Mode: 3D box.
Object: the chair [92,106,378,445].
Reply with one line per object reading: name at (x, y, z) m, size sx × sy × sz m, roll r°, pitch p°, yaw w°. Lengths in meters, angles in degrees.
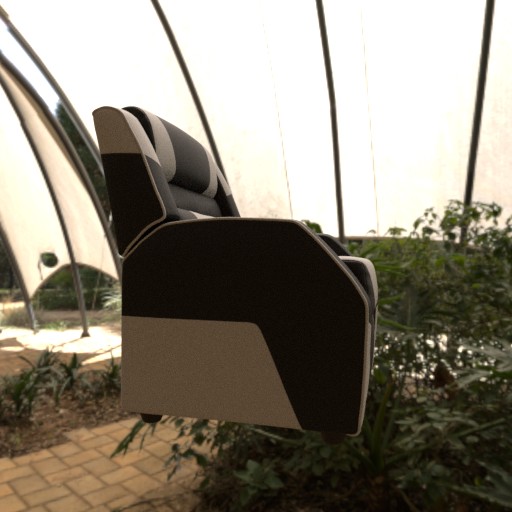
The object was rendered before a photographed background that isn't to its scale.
chair at (0.000, 0.000, 1.279) m, size 0.672 × 0.805 × 0.620 m, roll 0°, pitch -1°, yaw 17°
